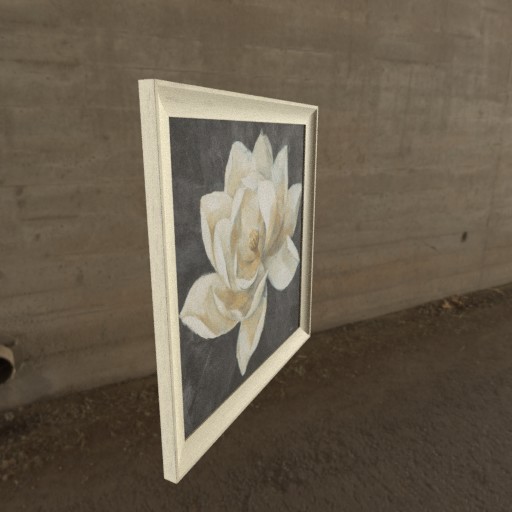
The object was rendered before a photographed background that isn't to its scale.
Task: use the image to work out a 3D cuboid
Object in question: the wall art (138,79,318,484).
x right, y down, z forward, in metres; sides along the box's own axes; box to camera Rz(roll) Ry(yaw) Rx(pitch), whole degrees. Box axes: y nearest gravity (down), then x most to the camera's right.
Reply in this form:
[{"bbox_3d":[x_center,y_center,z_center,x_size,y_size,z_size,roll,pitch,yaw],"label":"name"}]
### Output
[{"bbox_3d":[0.000,0.000,1.501,0.045,1.016,1.016,8,17,26],"label":"wall art"}]
